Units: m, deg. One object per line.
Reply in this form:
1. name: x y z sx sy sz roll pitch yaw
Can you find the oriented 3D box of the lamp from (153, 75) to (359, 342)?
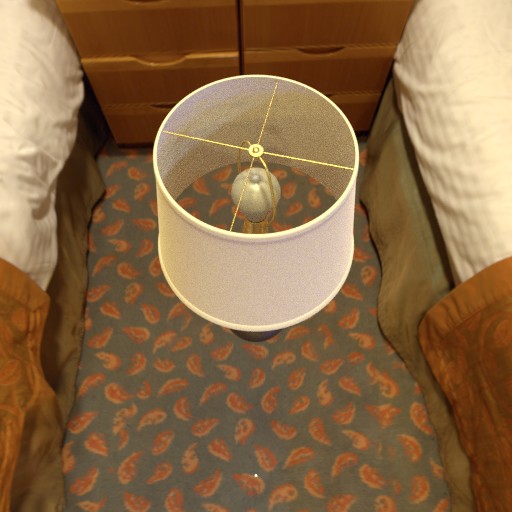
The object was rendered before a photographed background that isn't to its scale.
1. lamp: 0.000 0.000 0.828 0.335 0.611 0.335 0 64 0
